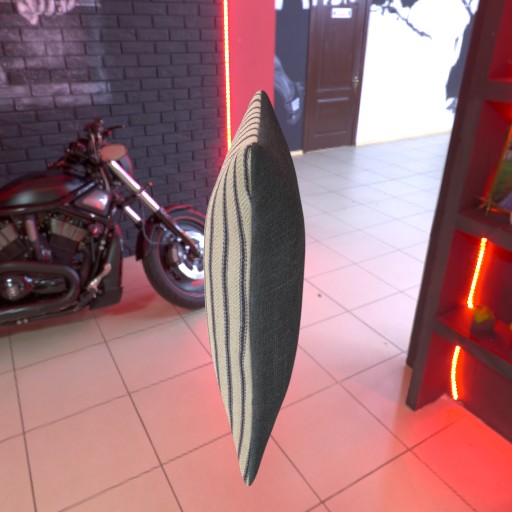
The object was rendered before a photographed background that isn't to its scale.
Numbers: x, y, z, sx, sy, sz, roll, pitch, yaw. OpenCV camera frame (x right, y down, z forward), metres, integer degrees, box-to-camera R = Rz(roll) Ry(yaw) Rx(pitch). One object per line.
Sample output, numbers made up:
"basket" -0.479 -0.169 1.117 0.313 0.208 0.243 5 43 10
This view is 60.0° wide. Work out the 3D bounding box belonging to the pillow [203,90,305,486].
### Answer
"pillow" 0.000 0.000 0.689 0.138 0.444 0.468 1 27 2
